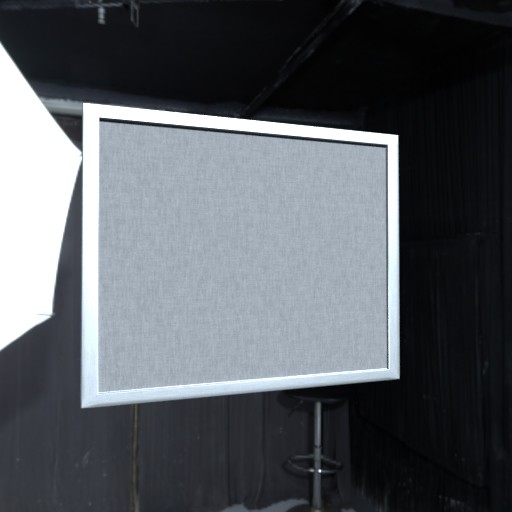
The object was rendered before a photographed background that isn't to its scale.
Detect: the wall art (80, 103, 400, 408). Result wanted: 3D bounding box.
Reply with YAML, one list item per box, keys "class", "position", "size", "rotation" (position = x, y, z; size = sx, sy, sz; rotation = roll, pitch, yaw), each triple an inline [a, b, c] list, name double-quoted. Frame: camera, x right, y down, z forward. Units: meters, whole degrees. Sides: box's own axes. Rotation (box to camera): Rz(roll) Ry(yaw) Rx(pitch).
- class: "wall art"
  position: [0.000, 0.000, 0.759]
  size: [0.556, 0.457, 0.028]
  rotation: [0, -1, -18]
